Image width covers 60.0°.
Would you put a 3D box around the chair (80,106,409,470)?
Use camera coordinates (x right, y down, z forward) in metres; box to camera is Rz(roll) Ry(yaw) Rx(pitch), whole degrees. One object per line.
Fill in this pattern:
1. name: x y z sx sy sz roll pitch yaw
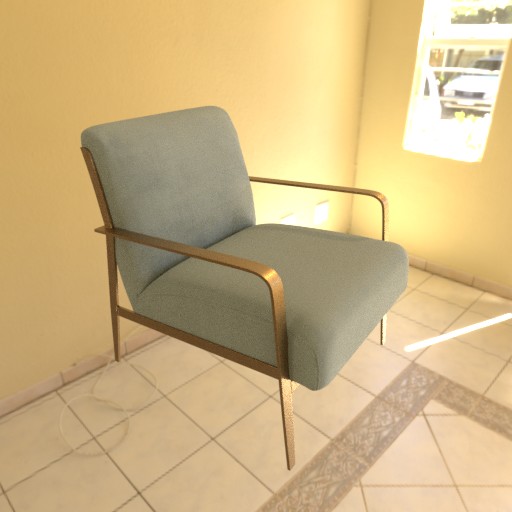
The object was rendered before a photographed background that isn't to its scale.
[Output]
1. chair: 0.000 0.000 1.446 0.842 0.824 0.701 18 31 31
